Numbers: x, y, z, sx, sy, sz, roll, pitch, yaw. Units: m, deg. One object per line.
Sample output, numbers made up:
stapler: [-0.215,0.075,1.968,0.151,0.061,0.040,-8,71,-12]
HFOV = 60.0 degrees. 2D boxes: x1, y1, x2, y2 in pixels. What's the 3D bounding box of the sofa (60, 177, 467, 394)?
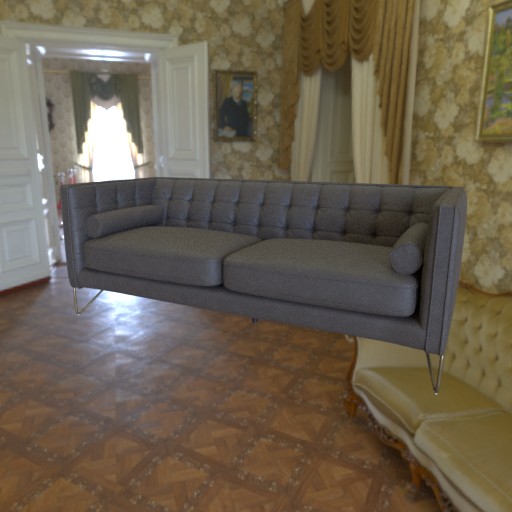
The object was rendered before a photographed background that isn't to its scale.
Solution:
sofa: [0.000,0.000,2.491,2.087,0.789,0.867,7,15,26]
